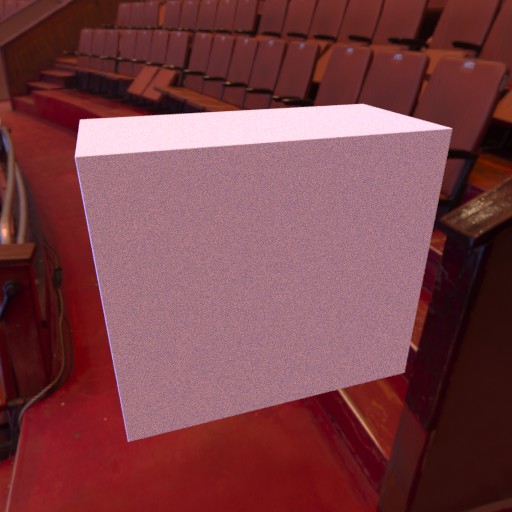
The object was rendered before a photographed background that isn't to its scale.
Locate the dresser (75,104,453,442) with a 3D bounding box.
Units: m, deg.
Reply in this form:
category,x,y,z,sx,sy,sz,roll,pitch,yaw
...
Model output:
category,x,y,z,sx,sy,sz,roll,pitch,yaw
dresser,0.000,0.000,1.265,0.830,0.740,0.420,-8,28,-16
